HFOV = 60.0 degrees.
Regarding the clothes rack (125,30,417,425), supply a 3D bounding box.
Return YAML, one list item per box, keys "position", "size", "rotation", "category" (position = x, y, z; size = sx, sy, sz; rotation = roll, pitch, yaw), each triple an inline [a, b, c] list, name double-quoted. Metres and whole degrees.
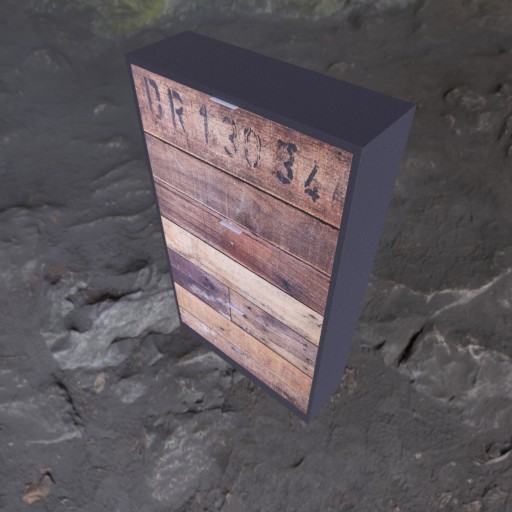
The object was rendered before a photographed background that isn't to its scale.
- position: [0.000, 0.000, 1.571]
  size: [0.750, 1.280, 0.250]
  rotation: [31, 53, 27]
  category: "clothes rack"
